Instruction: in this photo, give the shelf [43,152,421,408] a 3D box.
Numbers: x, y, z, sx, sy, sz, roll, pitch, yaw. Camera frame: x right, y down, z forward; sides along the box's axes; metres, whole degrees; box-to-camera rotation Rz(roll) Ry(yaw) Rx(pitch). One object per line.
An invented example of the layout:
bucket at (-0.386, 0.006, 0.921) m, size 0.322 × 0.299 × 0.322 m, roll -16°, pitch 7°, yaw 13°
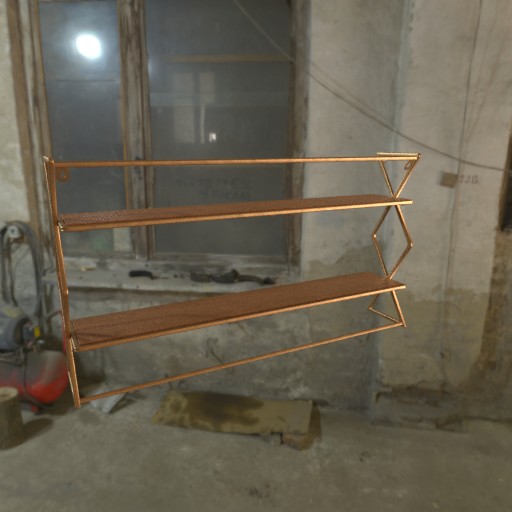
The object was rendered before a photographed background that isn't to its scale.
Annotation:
shelf at (0.000, 0.000, 1.006) m, size 0.822 × 0.450 × 0.150 m, roll -7°, pitch 16°, yaw -26°
